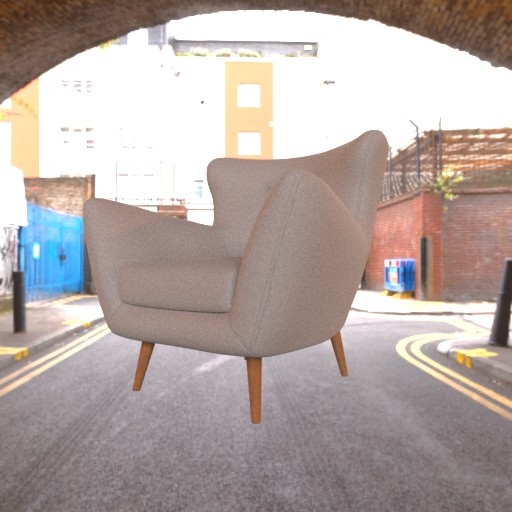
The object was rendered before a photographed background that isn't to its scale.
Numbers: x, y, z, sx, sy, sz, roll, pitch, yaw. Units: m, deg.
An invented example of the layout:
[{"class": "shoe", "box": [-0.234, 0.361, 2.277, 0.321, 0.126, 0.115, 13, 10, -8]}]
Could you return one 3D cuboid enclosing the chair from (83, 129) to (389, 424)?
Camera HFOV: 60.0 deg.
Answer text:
[{"class": "chair", "box": [0.000, 0.000, 1.591, 0.890, 0.889, 0.889, 0, -1, 36]}]
